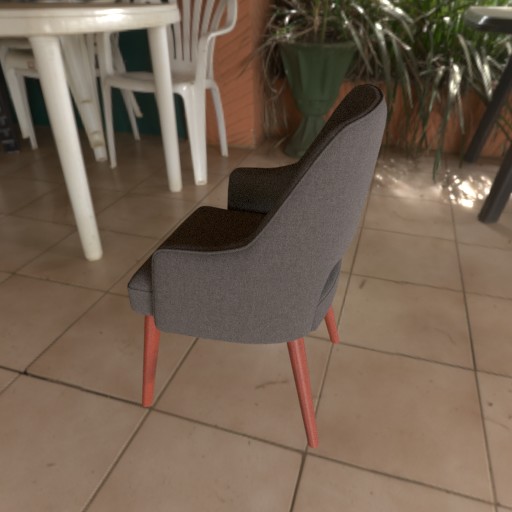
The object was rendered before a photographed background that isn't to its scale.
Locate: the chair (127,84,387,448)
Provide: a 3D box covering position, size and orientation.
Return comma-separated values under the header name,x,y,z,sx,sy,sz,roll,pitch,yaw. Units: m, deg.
name,x,y,z,sx,sy,sz,roll,pitch,yaw
chair,0.000,0.000,1.176,0.560,0.838,0.559,9,32,14
